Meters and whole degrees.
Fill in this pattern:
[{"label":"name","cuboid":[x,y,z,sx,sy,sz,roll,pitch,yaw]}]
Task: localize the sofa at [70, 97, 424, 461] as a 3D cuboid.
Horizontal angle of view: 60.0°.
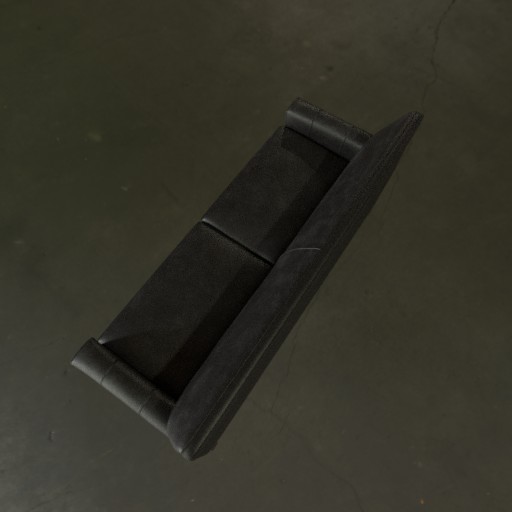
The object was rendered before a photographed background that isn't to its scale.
[{"label":"sofa","cuboid":[0.000,0.000,2.506,0.805,0.947,2.053,31,68,14]}]
